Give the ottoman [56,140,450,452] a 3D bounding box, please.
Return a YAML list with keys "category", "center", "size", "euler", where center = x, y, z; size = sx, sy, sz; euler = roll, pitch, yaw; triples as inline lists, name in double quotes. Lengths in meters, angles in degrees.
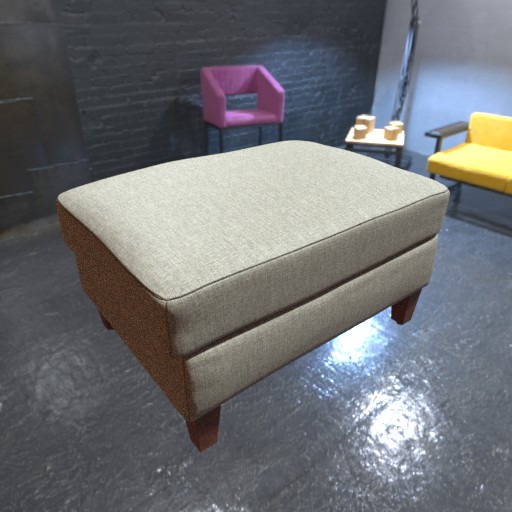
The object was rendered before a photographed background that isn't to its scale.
- category: "ottoman"
  center: [0.000, 0.000, 1.244]
  size: [0.873, 0.494, 0.639]
  euler: [-21, 36, -32]
